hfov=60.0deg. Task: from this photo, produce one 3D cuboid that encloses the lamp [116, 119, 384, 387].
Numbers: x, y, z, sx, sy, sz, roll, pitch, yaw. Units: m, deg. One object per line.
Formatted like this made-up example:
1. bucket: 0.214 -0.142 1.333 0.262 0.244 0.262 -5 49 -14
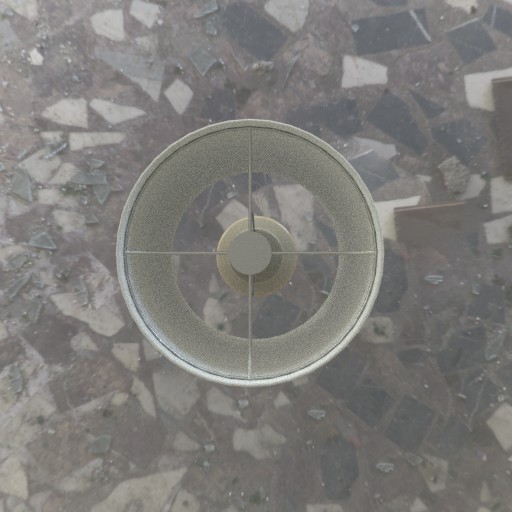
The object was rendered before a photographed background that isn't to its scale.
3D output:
1. lamp: 0.000 0.000 0.595 0.212 0.493 0.212 0 89 1
